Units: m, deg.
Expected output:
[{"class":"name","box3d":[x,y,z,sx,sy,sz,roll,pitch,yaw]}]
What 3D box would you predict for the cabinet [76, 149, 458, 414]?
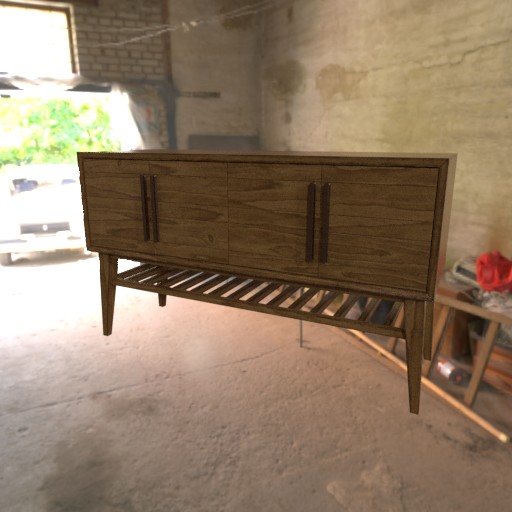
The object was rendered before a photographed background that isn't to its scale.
[{"class":"cabinet","box3d":[0.000,0.000,1.763,1.363,0.802,0.477,7,16,25]}]
